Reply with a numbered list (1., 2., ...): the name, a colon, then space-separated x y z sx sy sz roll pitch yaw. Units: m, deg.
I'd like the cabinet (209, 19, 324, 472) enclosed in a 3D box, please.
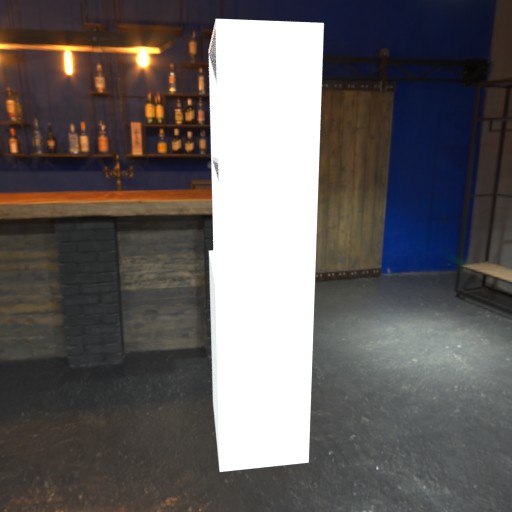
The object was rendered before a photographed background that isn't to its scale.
1. cabinet: 0.000 0.000 1.500 0.300 1.350 0.400 -2 15 -8
